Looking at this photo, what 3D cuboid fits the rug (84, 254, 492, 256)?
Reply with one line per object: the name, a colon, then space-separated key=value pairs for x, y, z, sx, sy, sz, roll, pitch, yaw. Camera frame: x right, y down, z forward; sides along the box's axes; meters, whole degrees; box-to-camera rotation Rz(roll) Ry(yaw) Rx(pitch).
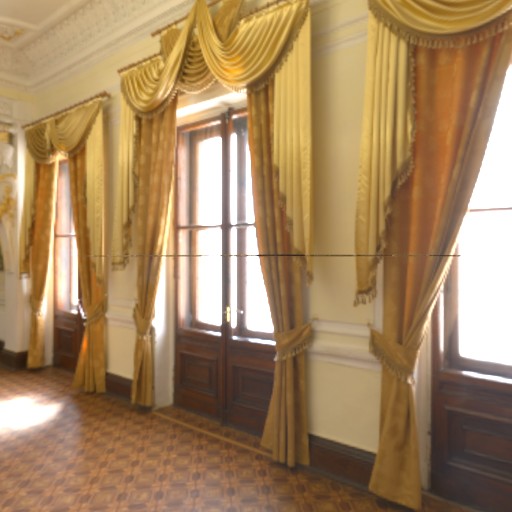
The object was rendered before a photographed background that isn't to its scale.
rug: x=0.000 y=0.000 z=2.881 sx=1.521 sy=0.006 sz=2.284 roll=0 pitch=0 yaw=-37
